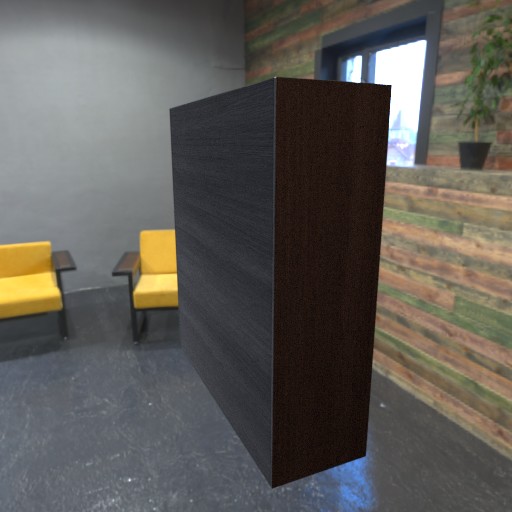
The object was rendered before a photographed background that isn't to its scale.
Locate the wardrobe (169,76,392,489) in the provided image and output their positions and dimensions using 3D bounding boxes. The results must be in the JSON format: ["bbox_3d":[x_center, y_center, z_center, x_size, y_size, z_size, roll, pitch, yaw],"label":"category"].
[{"bbox_3d":[0.000,0.000,2.917,0.629,1.960,1.780,-6,15,-24],"label":"wardrobe"}]
